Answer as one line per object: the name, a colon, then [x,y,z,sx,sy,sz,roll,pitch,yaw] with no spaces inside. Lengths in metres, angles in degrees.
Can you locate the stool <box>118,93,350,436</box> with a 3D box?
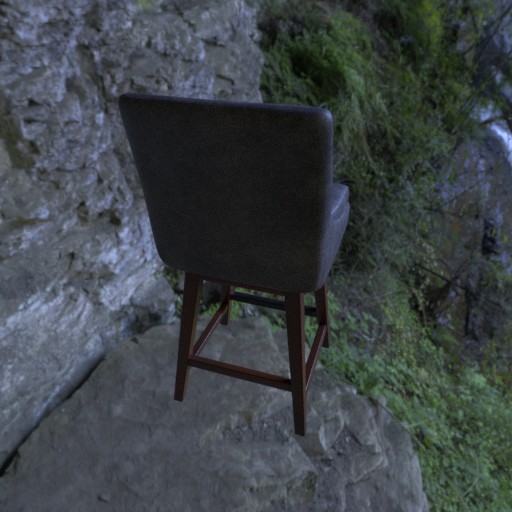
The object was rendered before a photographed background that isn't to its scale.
stool: [0.000,0.000,1.382,0.492,1.046,0.587,10,33,16]
